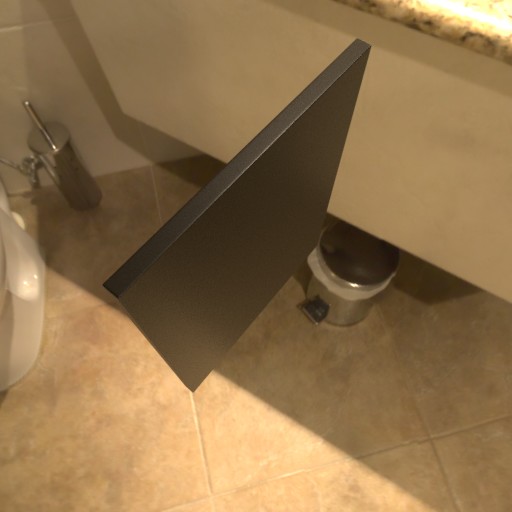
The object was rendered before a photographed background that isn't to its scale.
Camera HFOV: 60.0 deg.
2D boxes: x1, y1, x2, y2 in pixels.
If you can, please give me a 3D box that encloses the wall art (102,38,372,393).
[{"bbox_3d":[0.000,0.000,1.598,0.053,1.194,0.950,36,69,16],"label":"wall art"}]
